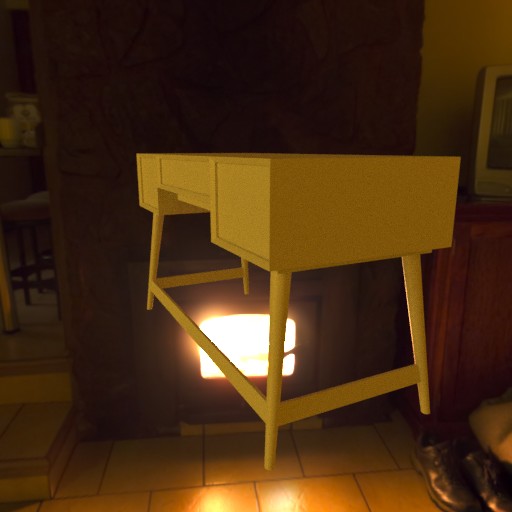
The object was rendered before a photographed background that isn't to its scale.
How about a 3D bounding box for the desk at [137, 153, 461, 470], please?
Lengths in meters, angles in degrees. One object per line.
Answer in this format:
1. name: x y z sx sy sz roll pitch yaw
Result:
1. desk: 0.000 0.000 1.709 0.589 0.762 1.313 -7 15 -26
